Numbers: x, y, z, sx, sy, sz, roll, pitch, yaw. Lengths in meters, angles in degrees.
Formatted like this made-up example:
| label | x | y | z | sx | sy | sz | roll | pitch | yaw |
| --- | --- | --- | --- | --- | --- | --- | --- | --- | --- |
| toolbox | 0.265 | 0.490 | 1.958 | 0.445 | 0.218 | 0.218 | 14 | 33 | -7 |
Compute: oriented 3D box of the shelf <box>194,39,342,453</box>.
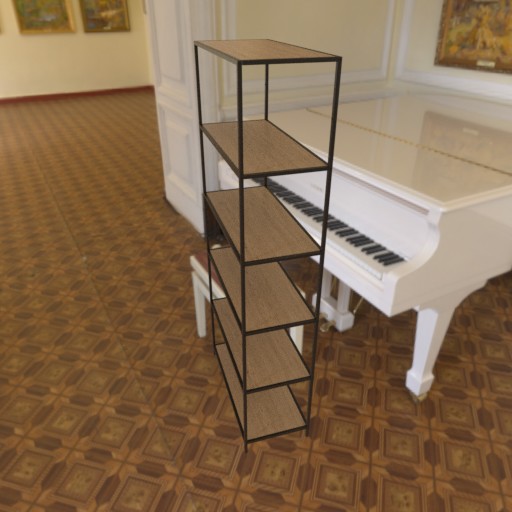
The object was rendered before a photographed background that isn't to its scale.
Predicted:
| label | x | y | z | sx | sy | sz | roll | pitch | yaw |
| --- | --- | --- | --- | --- | --- | --- | --- | --- | --- |
| shelf | 0.000 | 0.000 | 2.166 | 0.350 | 1.850 | 0.770 | -9 | 31 | -14 |
